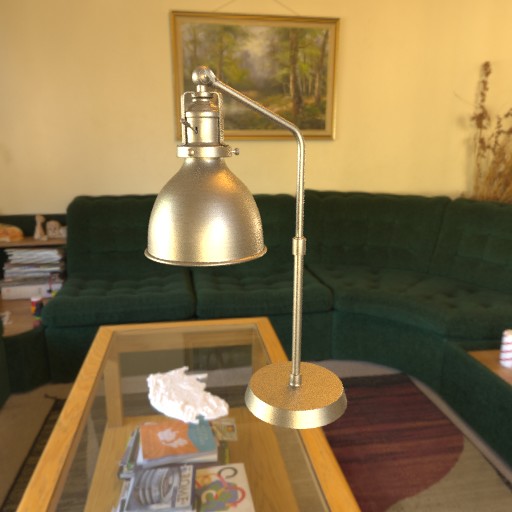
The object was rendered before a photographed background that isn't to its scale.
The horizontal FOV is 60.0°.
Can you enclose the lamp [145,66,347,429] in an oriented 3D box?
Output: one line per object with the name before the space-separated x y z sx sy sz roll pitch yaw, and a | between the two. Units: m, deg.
lamp | 0.000 0.000 0.584 0.286 0.456 0.153 -7 16 -26
